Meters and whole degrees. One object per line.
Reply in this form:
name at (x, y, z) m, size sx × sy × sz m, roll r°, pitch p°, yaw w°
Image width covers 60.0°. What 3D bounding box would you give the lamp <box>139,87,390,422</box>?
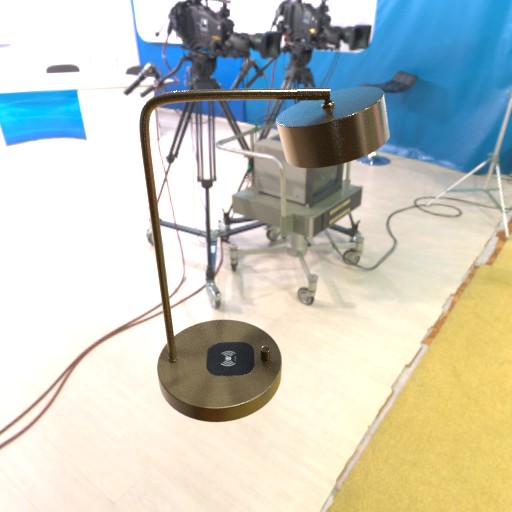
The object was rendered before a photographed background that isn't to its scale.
lamp at (0.000, 0.000, 0.527) m, size 0.270 × 0.380 × 0.171 m, roll -1°, pitch 31°, yaw -1°
